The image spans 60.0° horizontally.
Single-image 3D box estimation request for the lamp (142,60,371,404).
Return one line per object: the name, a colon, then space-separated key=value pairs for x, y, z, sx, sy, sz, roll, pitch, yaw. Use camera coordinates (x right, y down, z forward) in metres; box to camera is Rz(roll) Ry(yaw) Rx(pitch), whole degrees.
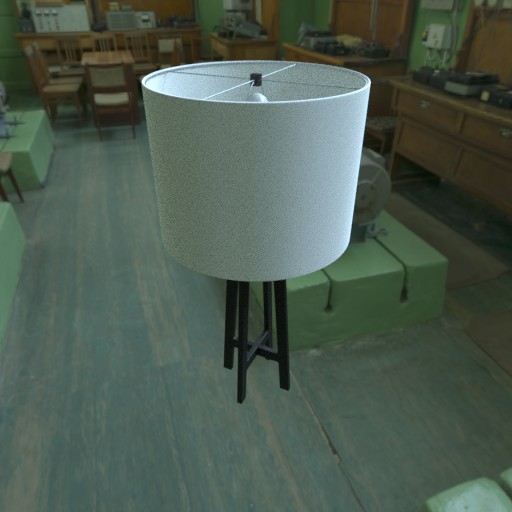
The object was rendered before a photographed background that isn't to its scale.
lamp: x=0.000 y=0.000 z=0.635 sx=0.257 sy=0.489 sz=0.257 roll=-10 pitch=33 yaw=-16
